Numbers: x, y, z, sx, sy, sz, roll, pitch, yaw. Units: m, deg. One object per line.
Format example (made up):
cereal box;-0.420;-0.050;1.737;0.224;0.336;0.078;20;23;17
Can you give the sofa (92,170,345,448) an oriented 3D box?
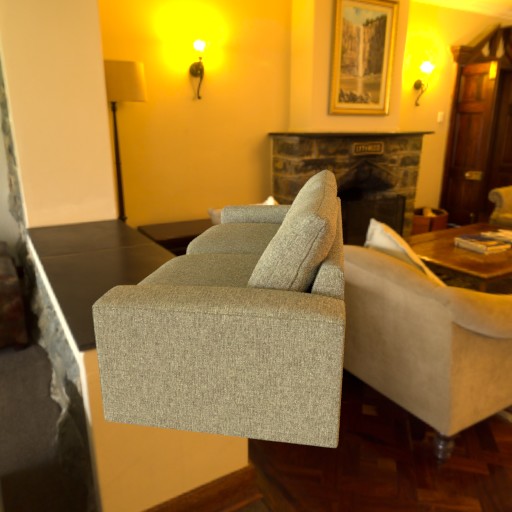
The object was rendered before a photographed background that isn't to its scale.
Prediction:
sofa;0.000;0.000;2.764;1.040;0.922;2.299;3;16;9
